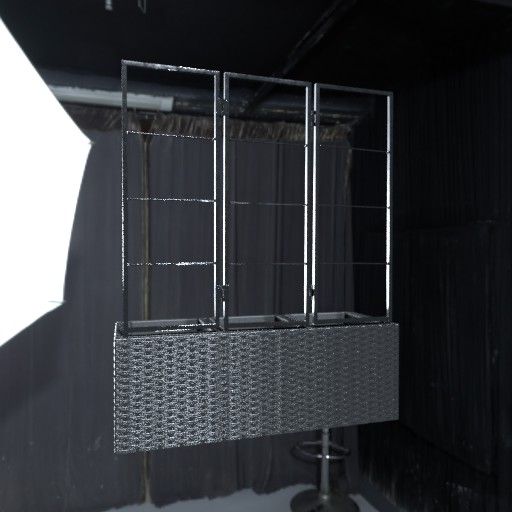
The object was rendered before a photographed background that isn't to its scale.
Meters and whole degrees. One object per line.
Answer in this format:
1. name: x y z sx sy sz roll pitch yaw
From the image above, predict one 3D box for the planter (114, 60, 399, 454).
1. planter: 0.000 0.000 1.149 0.698 0.841 0.244 0 1 -17
